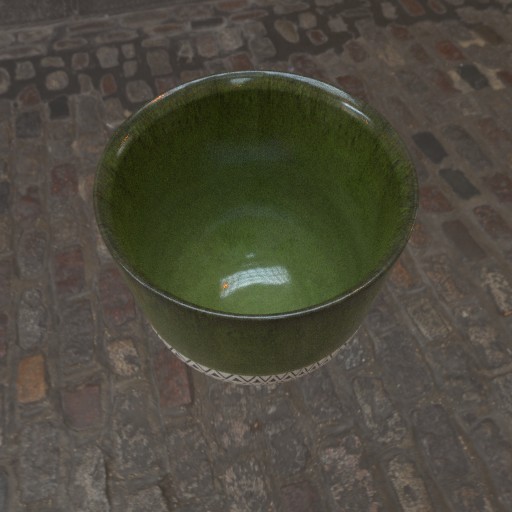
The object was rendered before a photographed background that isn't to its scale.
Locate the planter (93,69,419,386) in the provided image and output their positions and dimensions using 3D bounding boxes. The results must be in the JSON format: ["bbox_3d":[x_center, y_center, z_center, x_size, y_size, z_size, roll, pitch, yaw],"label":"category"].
[{"bbox_3d":[0.000,0.000,0.480,0.266,0.270,0.266,0,59,0],"label":"planter"}]
